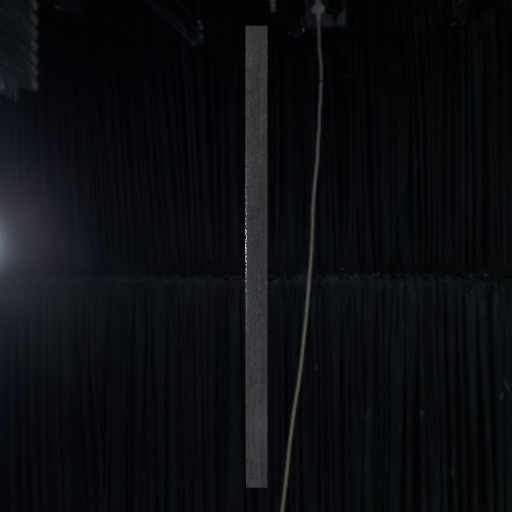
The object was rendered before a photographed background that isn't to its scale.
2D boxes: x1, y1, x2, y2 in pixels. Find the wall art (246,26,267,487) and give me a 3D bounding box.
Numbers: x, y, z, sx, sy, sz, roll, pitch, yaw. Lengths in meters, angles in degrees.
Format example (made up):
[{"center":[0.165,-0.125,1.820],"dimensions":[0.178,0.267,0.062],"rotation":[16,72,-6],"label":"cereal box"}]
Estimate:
[{"center":[0.000,0.000,0.797],"dimensions":[0.027,0.580,0.479],"rotation":[0,1,0],"label":"wall art"}]
